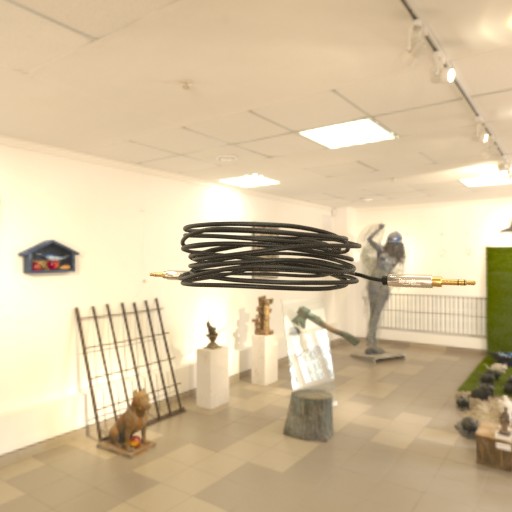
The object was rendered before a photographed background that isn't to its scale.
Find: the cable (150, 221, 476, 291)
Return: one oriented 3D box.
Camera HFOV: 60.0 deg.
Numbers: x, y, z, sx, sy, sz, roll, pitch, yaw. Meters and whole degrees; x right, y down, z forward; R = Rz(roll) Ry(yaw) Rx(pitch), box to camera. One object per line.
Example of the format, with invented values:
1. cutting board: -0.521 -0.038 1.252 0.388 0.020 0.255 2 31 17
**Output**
1. cable: 0.000 0.000 0.499 0.432 0.069 0.198 0 -1 35
